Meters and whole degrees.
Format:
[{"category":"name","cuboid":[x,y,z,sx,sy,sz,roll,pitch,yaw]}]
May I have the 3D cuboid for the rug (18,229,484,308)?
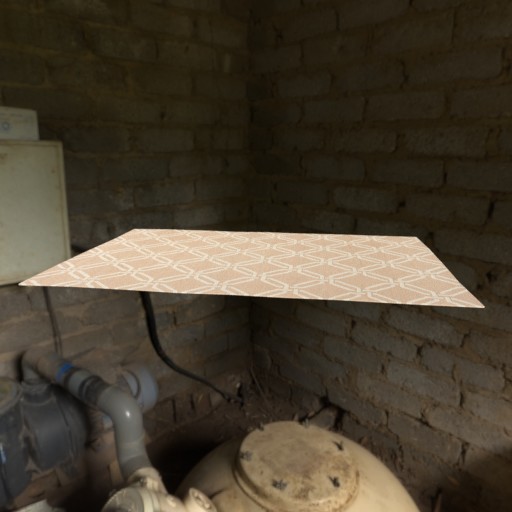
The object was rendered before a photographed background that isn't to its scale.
[{"category":"rug","cuboid":[0.000,0.000,2.168,1.745,0.010,1.146,2,15,8]}]
